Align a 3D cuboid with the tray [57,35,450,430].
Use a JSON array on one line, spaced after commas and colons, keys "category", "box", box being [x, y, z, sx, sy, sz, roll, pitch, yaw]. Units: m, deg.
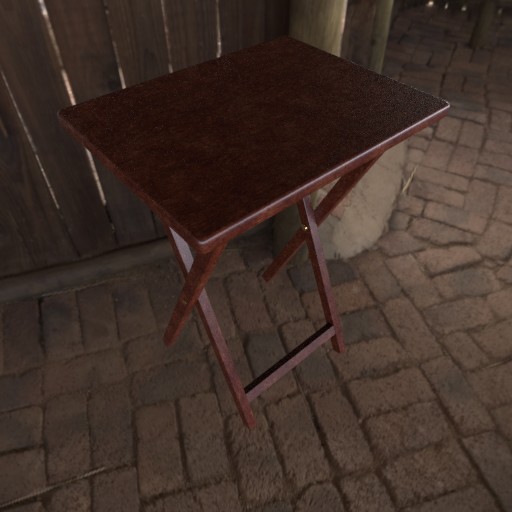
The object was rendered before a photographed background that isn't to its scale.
[{"category": "tray", "box": [0.000, 0.000, 0.919, 0.483, 0.660, 0.381, -32, 54, -27]}]
